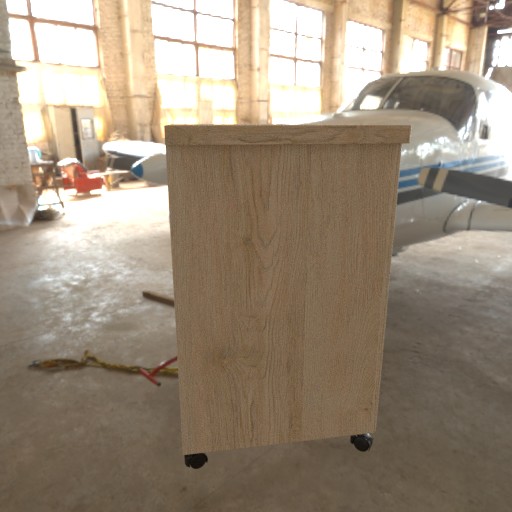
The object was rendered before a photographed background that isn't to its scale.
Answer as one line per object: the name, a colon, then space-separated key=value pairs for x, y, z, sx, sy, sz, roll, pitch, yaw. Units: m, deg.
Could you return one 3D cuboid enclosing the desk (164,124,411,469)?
desk: x=0.000 y=0.000 z=1.353 sx=0.480 sy=0.770 sz=0.885 roll=-3 pitch=17 yaw=-9
